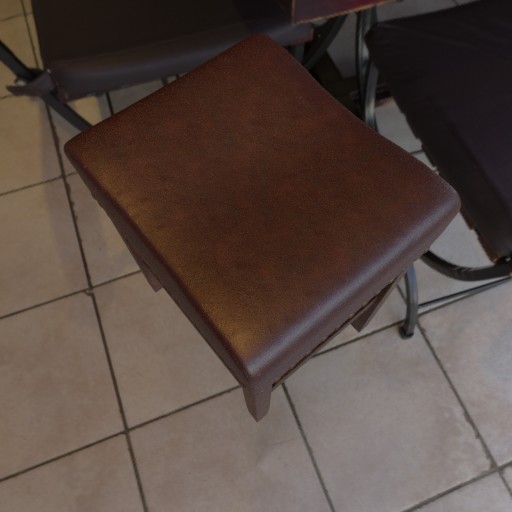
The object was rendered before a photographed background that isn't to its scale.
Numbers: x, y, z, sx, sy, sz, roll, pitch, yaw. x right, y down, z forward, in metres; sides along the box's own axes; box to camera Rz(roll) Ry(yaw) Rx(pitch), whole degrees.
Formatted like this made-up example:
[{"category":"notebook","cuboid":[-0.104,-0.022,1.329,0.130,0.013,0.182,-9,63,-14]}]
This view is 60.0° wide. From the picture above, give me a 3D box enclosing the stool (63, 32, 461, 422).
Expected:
[{"category":"stool","cuboid":[0.000,0.000,0.907,0.397,0.608,0.465,-37,70,-16]}]
